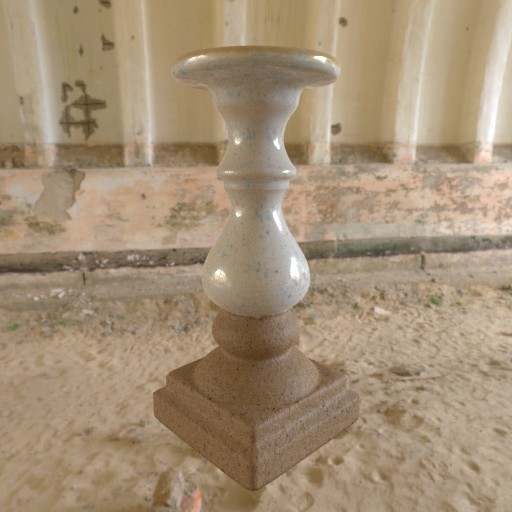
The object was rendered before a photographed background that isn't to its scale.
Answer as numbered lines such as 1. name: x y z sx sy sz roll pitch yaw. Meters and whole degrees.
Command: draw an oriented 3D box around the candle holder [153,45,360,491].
1. candle holder: 0.000 0.000 0.296 0.110 0.239 0.110 -12 17 -42
